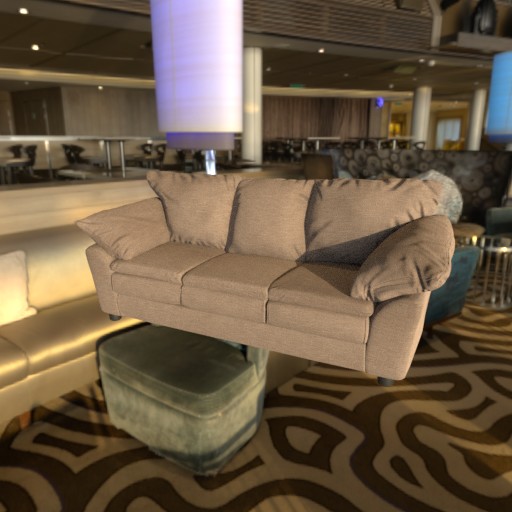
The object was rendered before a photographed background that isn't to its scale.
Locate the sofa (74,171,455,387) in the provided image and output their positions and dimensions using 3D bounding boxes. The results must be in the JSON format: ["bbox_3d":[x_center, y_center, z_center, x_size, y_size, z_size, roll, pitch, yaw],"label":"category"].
[{"bbox_3d":[0.000,0.000,2.933,2.390,1.043,0.927,7,17,26],"label":"sofa"}]
